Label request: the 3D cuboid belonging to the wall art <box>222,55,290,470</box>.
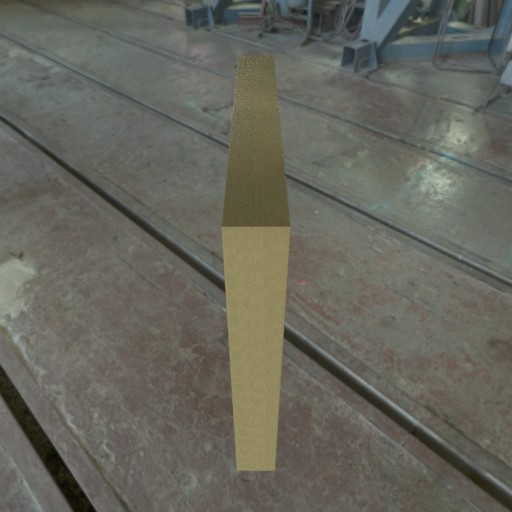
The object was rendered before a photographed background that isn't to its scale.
[{"bbox_3d":[0.000,0.000,0.459,0.038,0.305,0.304,0,41,0],"label":"wall art"}]
